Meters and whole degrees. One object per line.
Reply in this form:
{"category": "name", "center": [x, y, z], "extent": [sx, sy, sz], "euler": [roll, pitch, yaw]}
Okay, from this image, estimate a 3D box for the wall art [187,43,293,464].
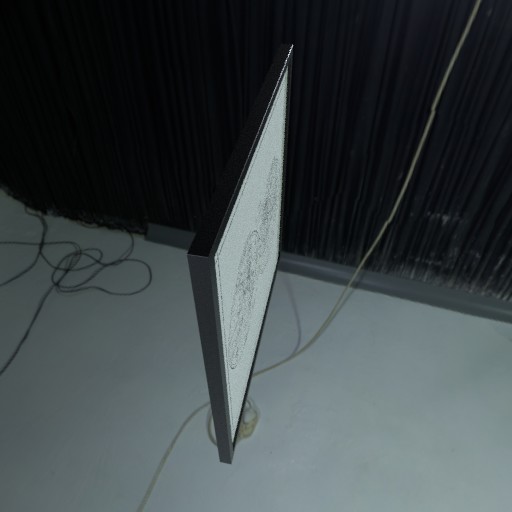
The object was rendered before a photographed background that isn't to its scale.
{"category": "wall art", "center": [0.000, 0.000, 1.144], "extent": [0.031, 0.775, 0.773], "euler": [9, 46, 8]}
